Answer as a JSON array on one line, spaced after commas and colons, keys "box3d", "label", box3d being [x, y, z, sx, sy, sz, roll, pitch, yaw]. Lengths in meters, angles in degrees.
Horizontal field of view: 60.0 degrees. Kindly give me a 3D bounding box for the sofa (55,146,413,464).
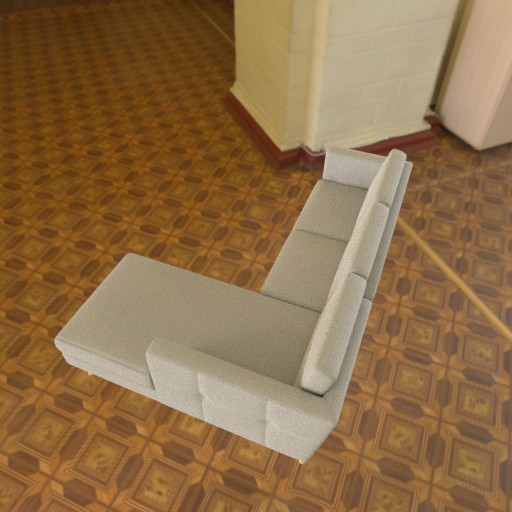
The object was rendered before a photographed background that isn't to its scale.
[{"box3d": [0.000, 0.000, 2.825, 1.530, 0.860, 2.040, 17, 48, 15], "label": "sofa"}]
